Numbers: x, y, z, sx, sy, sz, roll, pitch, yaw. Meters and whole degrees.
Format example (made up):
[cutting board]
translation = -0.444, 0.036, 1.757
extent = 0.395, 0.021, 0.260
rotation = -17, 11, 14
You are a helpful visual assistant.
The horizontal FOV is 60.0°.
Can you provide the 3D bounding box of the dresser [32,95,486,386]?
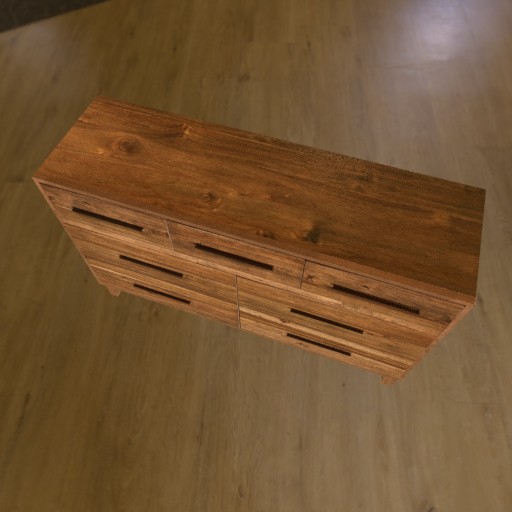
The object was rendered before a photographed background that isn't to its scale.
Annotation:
[dresser]
translation = 0.000, 0.000, 1.794
extent = 1.400, 0.873, 0.446
rotation = 16, 60, 10
